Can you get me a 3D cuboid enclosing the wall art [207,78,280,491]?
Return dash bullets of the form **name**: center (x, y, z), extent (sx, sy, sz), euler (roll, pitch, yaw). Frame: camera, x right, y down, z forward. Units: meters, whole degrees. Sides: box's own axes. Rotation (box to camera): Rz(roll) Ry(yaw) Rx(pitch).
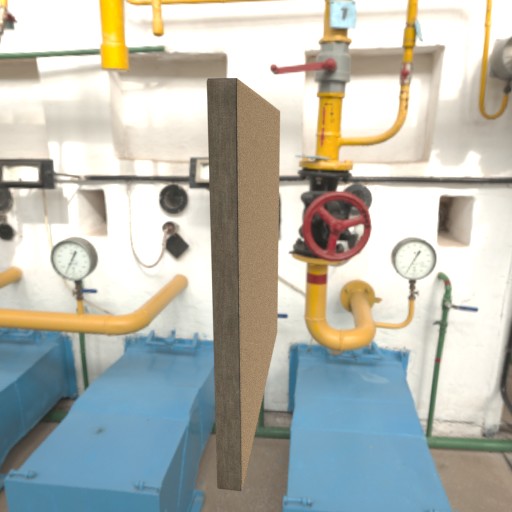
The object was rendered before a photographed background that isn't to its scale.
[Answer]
- **wall art**: center (0.000, 0.000, 1.127), extent (0.050, 0.751, 0.749), euler (2, 15, 8)
